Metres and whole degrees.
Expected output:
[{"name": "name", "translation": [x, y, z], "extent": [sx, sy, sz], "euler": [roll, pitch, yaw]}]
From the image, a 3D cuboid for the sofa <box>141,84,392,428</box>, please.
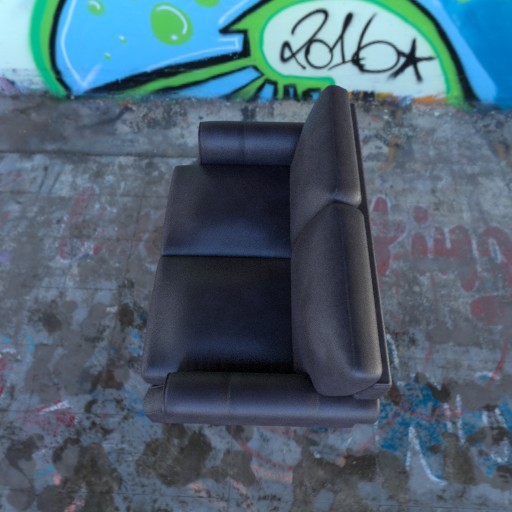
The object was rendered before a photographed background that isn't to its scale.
[{"name": "sofa", "translation": [0.000, 0.000, 2.286], "extent": [1.030, 0.979, 1.663], "euler": [1, 59, 1]}]
